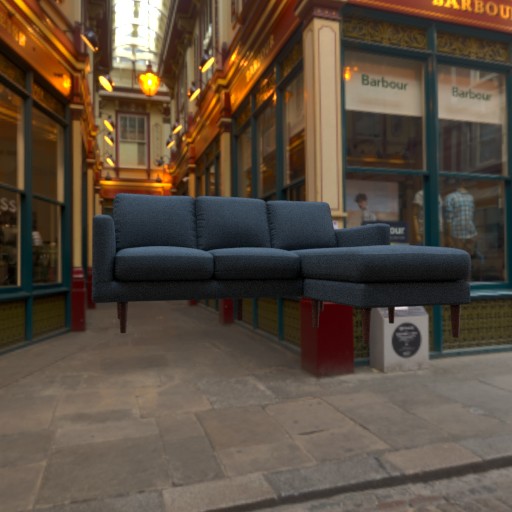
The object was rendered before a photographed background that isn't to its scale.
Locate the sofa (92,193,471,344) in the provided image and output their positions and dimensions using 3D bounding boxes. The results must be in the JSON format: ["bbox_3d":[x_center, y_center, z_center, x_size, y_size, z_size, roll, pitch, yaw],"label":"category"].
[{"bbox_3d":[0.000,0.000,2.960,2.055,0.957,1.667,0,-1,-19],"label":"sofa"}]
